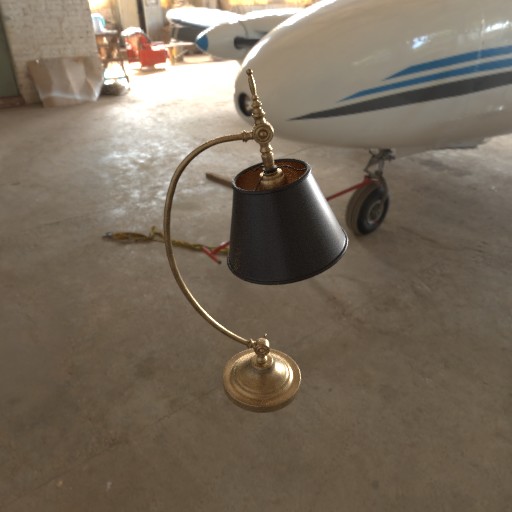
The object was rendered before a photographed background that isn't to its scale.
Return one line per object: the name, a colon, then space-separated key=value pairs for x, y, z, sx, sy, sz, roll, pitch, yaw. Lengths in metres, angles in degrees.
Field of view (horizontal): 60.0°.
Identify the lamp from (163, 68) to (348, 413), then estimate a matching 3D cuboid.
lamp: x=0.000 y=0.000 z=0.857 sx=0.344 sy=0.675 sz=0.235 roll=-1 pitch=31 yaw=-1
